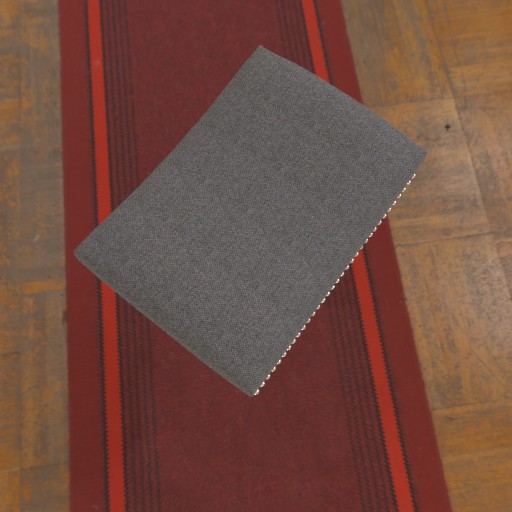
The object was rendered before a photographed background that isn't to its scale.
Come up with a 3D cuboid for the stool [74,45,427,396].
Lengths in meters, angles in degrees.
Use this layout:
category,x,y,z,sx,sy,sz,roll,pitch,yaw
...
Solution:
category,x,y,z,sx,sy,sz,roll,pitch,yaw
stool,0.000,0.000,1.049,0.372,0.742,0.504,36,78,9
